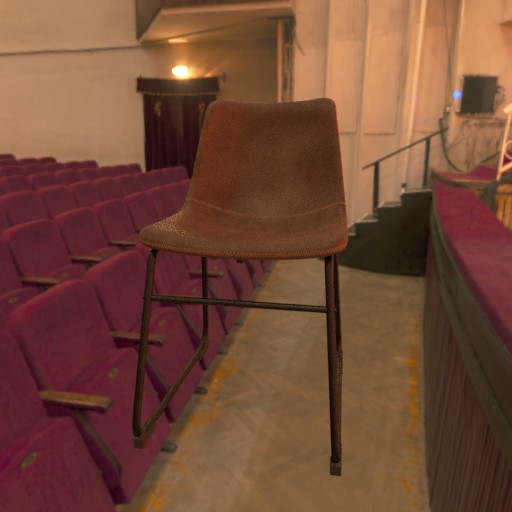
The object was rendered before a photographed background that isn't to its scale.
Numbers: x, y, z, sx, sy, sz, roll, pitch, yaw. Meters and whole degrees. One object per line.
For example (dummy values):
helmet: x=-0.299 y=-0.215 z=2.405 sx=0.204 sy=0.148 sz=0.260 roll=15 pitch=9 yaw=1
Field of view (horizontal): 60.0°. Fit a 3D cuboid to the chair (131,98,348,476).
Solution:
chair: x=0.000 y=0.000 z=1.103 sx=0.460 sy=0.780 sz=0.551 roll=3 pitch=15 yaw=11
